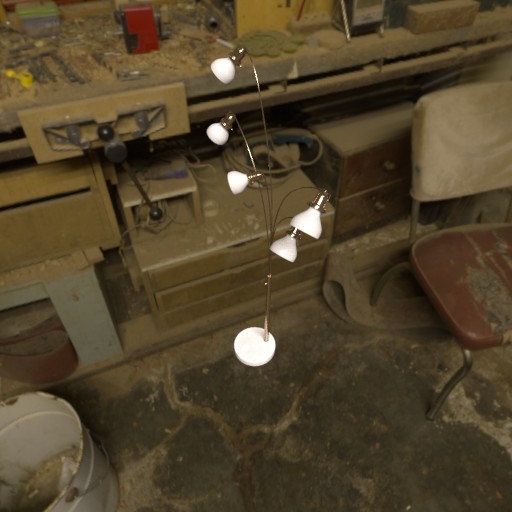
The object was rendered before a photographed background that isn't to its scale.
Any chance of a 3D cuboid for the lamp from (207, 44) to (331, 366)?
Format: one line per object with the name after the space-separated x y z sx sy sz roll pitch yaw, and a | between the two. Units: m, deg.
0.000 0.000 3.023 0.361 2.423 1.405 -16 49 -15 | lamp
